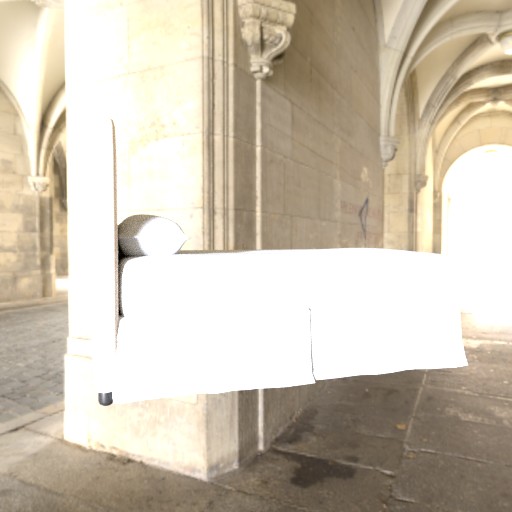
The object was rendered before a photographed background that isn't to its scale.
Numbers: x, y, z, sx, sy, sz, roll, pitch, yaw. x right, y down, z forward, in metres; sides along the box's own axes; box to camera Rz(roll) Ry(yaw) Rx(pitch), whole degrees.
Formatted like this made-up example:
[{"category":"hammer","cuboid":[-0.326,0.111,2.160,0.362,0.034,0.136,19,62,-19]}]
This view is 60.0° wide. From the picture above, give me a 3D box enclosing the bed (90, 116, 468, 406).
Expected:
[{"category":"bed","cuboid":[0.000,0.000,3.091,2.142,1.330,1.748,-1,2,-19]}]
